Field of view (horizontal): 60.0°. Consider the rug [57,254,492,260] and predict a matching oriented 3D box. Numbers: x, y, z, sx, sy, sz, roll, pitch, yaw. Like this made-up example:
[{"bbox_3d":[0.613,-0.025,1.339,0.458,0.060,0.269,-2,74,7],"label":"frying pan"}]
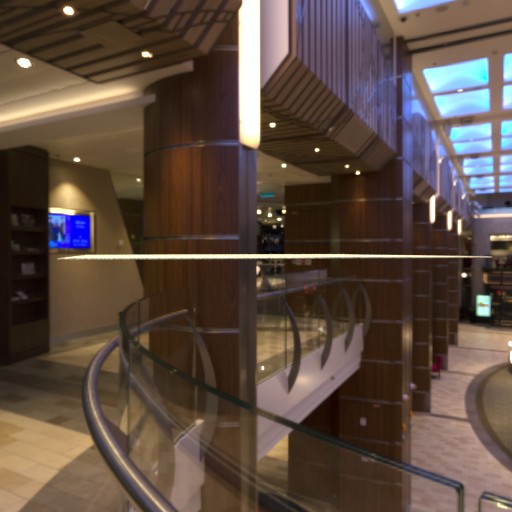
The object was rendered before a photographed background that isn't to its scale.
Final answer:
[{"bbox_3d":[0.000,0.000,4.230,3.201,0.014,2.437,0,1,-17],"label":"rug"}]
